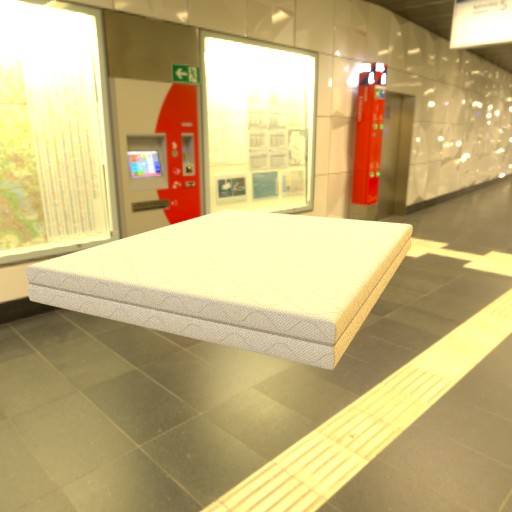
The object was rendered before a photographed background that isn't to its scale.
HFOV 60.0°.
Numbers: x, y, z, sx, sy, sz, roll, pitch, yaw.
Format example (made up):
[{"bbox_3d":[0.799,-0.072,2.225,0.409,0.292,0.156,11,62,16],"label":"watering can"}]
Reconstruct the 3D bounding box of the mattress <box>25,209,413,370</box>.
[{"bbox_3d":[0.000,0.000,2.758,1.600,0.200,2.000,7,17,25],"label":"mattress"}]
